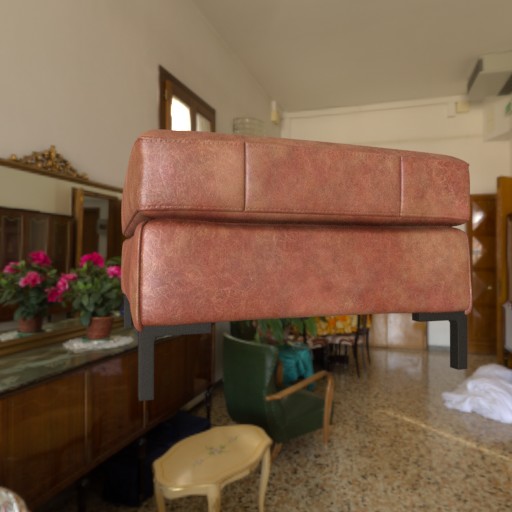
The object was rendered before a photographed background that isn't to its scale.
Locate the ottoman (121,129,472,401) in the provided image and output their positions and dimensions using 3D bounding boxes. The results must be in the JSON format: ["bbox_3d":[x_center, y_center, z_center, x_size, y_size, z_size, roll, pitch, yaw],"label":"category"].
[{"bbox_3d":[0.000,0.000,1.693,0.965,0.667,1.186,0,0,-18],"label":"ottoman"}]
